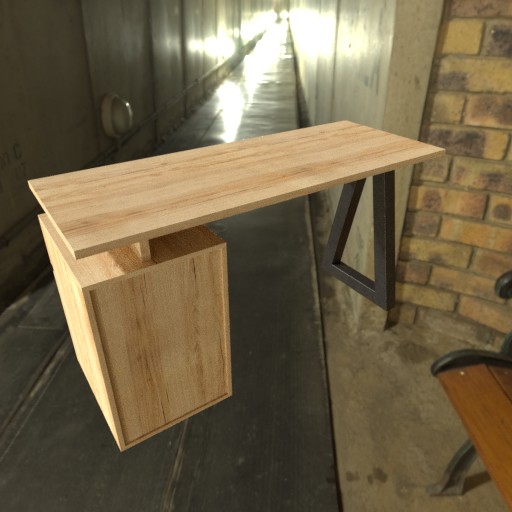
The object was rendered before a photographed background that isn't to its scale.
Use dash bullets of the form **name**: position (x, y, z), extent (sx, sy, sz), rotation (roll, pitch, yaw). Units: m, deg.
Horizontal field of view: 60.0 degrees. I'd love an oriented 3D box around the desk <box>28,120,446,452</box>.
- **desk**: position (0.000, 0.000, 1.761), extent (1.400, 0.760, 0.550), rotation (-19, 36, -29)
